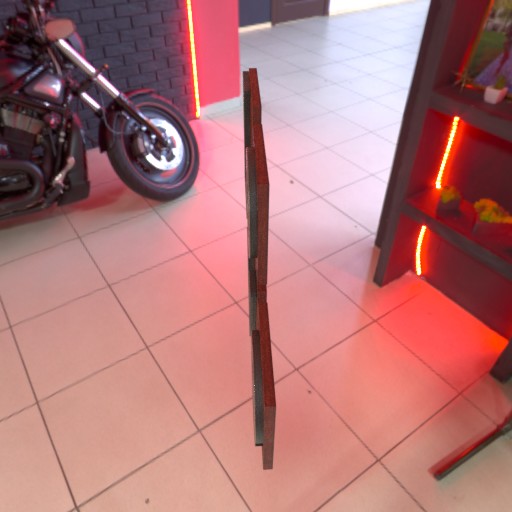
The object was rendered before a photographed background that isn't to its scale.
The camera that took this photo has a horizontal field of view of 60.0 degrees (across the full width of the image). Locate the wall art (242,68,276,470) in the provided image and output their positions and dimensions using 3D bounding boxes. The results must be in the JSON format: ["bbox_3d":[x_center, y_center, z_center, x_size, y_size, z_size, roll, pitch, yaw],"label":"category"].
[{"bbox_3d":[0.000,0.000,0.858,0.030,0.497,0.635,-2,41,-2],"label":"wall art"}]
